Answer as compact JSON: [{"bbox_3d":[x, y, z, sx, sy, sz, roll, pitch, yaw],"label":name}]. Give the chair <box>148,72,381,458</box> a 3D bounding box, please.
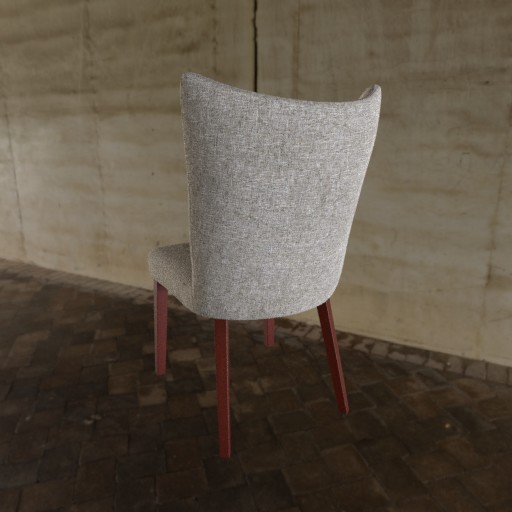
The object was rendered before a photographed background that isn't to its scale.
[{"bbox_3d":[0.000,0.000,1.283,0.535,0.924,0.623,-8,17,-28],"label":"chair"}]
